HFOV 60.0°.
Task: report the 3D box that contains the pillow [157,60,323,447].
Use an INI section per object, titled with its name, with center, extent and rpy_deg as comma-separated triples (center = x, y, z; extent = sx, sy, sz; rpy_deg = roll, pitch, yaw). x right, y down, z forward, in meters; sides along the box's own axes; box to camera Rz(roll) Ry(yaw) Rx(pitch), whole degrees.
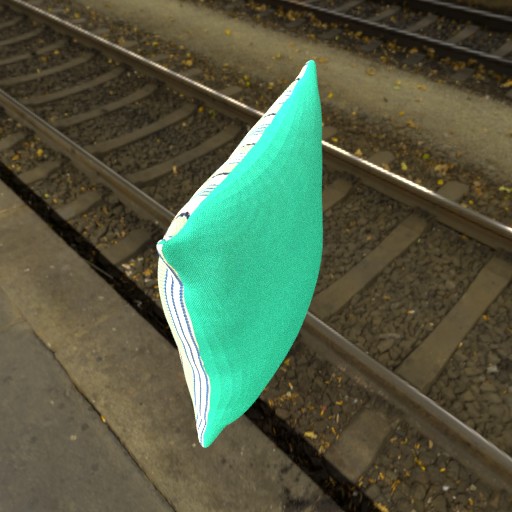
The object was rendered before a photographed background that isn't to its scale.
[pillow]
center = 0.000, 0.000, 0.674
extent = 0.182, 0.441, 0.440
rpy_deg = 17, 47, 16
